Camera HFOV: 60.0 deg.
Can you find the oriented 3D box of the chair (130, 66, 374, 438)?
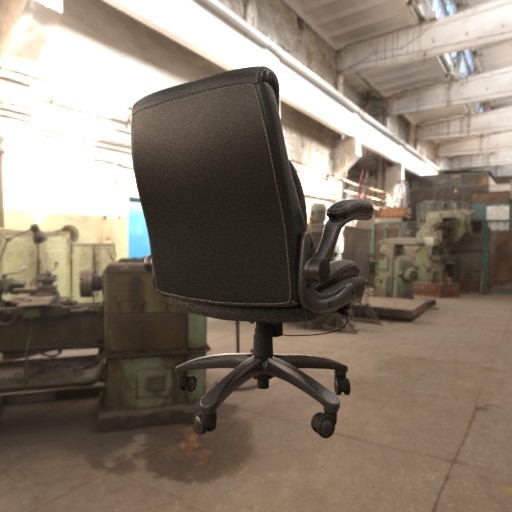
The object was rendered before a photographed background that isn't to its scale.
[{"bbox_3d":[0.000,0.000,1.640,0.782,1.110,0.724,1,2,35],"label":"chair"}]
